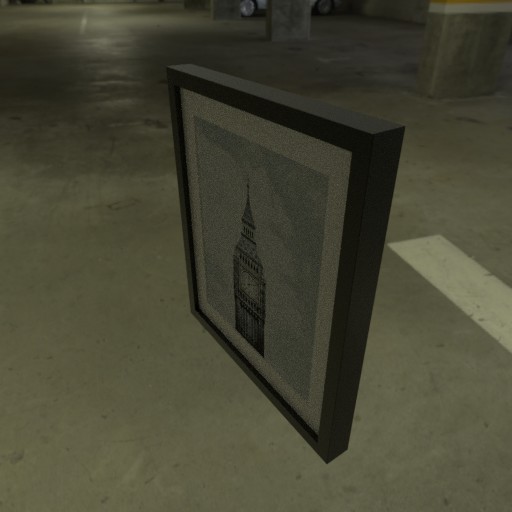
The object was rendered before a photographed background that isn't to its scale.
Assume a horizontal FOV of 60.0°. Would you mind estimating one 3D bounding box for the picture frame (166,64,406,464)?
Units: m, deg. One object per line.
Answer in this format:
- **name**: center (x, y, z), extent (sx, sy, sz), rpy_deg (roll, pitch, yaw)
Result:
- **picture frame**: center (0.000, 0.000, 0.524), extent (0.034, 0.378, 0.328), rpy_deg (-20, 37, -29)
